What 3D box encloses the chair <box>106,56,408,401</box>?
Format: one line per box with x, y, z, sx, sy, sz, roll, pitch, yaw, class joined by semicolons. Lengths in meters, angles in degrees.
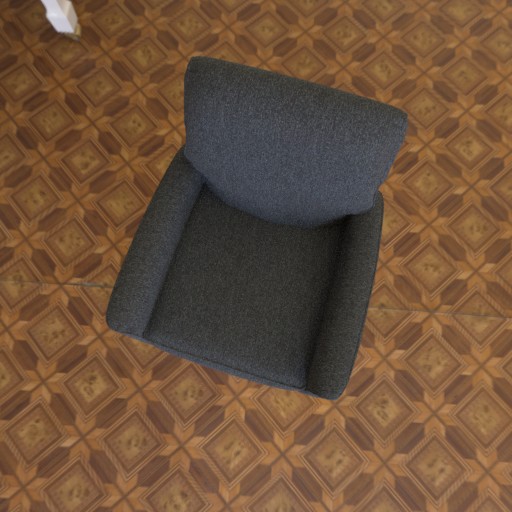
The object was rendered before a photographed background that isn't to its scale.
0.000;0.000;1.611;0.839;1.016;0.850;17;75;4;chair
